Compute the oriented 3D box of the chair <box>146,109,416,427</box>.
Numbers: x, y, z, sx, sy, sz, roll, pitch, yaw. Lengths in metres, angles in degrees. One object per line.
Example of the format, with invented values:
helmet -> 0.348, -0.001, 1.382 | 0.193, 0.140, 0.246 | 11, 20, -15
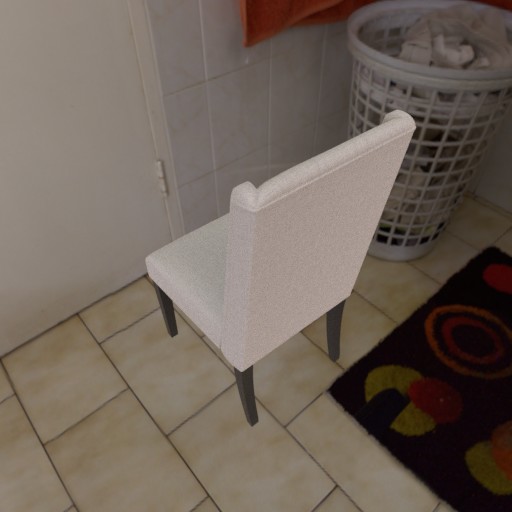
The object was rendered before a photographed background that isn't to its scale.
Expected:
chair -> 0.000, 0.000, 1.281 | 0.474, 0.961, 0.523 | -30, 53, -26
